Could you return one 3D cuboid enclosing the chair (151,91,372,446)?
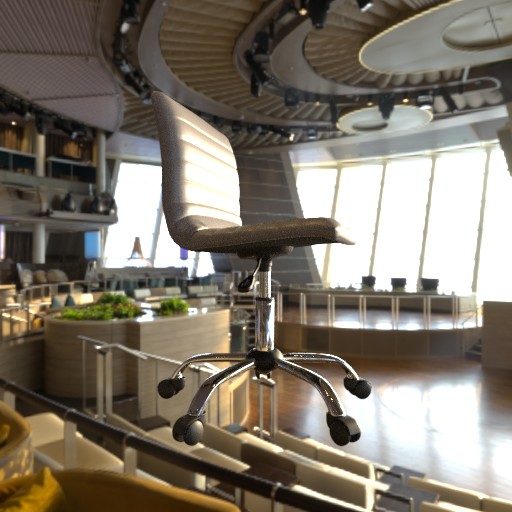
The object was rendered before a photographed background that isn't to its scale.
[{"bbox_3d":[0.000,0.000,1.109,0.542,0.750,0.569,0,-1,18],"label":"chair"}]
